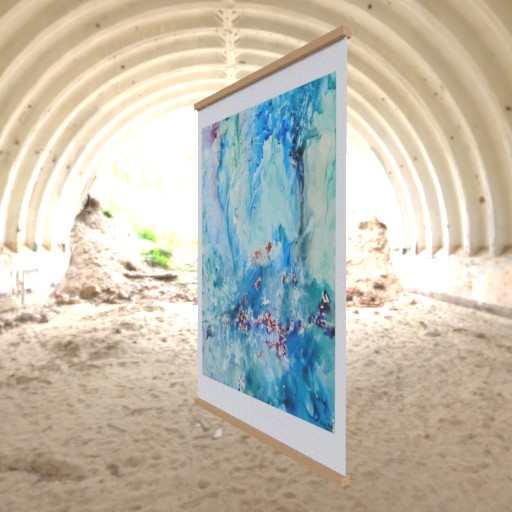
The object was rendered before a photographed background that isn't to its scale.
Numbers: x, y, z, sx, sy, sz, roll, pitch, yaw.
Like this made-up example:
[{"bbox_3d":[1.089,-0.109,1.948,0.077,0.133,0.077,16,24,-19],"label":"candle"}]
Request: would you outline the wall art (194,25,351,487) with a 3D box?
[{"bbox_3d":[0.000,0.000,1.855,0.040,1.510,0.991,-1,1,-37],"label":"wall art"}]
